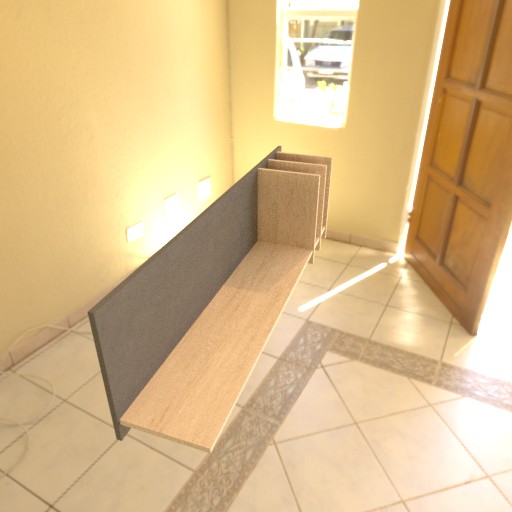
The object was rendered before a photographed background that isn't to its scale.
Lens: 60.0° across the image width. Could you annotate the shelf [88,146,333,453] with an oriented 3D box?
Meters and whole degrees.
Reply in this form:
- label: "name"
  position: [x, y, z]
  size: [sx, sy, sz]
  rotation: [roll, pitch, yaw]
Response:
- label: "shelf"
  position: [0.000, 0.000, 1.159]
  size: [0.200, 0.300, 1.020]
  rotation: [10, 31, 17]
